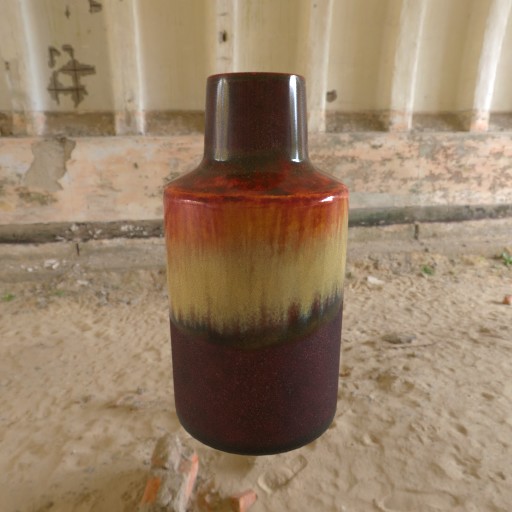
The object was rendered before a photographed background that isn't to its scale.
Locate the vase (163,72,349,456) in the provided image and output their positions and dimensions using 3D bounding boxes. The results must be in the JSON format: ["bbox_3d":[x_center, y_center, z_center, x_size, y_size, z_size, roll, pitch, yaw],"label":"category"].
[{"bbox_3d":[0.000,0.000,0.271,0.108,0.204,0.108,0,17,0],"label":"vase"}]
